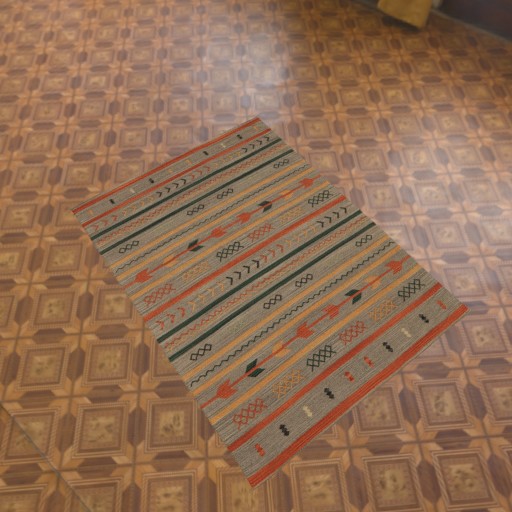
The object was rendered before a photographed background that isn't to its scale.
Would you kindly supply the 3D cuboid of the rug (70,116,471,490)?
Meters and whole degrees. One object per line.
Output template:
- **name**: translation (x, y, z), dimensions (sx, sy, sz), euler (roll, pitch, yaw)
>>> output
- **rug**: translation (0.000, 0.000, 4.007), dimensions (2.263, 0.022, 3.029), euler (-32, 62, -19)
